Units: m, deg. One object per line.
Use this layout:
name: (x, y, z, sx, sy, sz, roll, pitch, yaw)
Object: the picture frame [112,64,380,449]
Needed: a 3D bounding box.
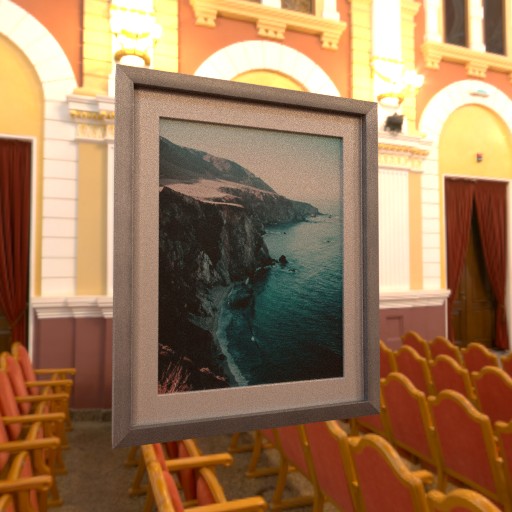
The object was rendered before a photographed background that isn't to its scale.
picture frame: (0.000, 0.000, 0.735, 0.449, 0.555, 0.046, 1, -2, -20)
